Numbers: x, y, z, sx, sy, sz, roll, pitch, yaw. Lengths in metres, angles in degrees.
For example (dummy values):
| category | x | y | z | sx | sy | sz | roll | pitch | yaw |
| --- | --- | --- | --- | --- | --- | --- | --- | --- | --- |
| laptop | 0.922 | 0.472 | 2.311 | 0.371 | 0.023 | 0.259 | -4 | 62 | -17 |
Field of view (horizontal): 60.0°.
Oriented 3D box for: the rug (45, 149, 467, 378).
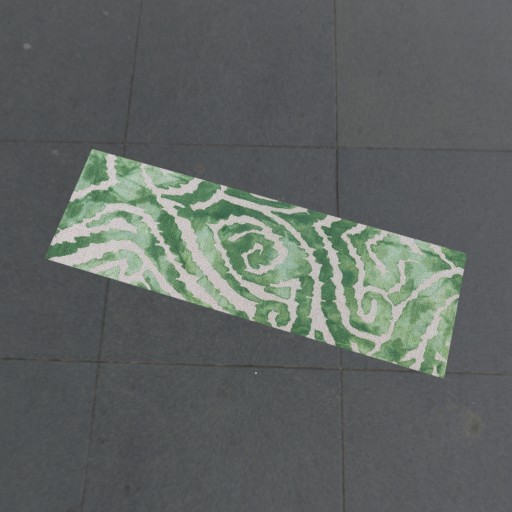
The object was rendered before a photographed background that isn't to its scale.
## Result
| category | x | y | z | sx | sy | sz | roll | pitch | yaw |
| --- | --- | --- | --- | --- | --- | --- | --- | --- | --- |
| rug | 0.000 | 0.000 | 2.682 | 2.438 | 0.006 | 0.761 | 16 | 76 | 4 |
